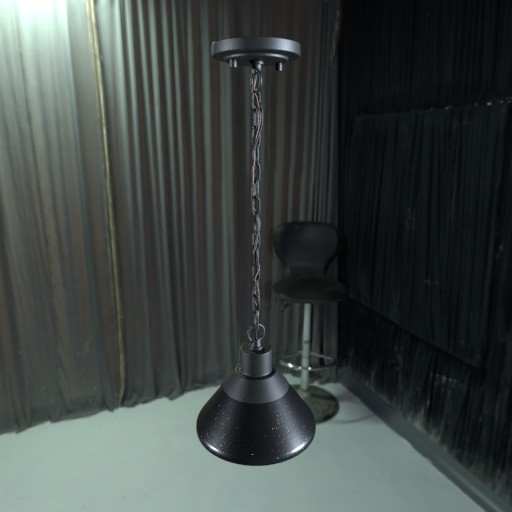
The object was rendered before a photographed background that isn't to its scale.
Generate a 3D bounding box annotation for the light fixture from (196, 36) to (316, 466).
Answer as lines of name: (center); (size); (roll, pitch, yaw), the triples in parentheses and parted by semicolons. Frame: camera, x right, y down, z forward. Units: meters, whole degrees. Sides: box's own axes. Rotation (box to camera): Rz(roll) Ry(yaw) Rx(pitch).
light fixture: (0.000, 0.000, 0.675); (0.201, 0.588, 0.201); (-7, 17, -26)
